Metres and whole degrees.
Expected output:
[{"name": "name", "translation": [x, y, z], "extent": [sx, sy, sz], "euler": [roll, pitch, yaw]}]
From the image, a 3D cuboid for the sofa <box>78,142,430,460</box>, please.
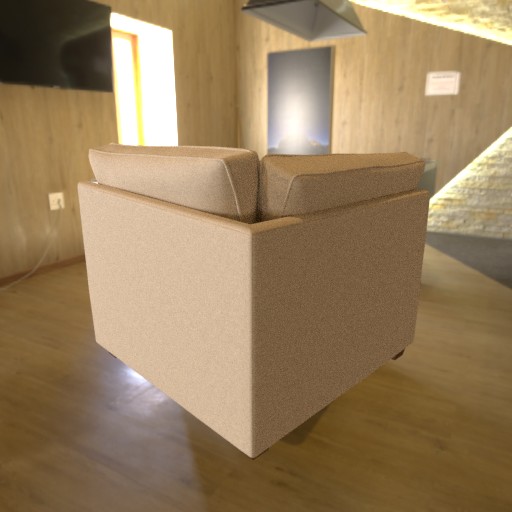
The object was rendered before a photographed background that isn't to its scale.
[{"name": "sofa", "translation": [0.000, 0.000, 1.878], "extent": [1.050, 0.937, 1.042], "euler": [-15, 22, -42]}]
